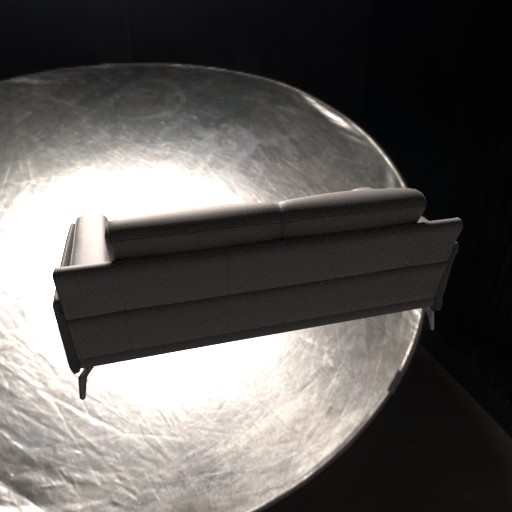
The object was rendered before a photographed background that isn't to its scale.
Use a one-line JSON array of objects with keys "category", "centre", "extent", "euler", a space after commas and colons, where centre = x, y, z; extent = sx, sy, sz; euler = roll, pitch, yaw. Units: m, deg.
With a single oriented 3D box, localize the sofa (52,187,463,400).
[{"category": "sofa", "centre": [0.000, 0.000, 2.576], "extent": [2.100, 0.900, 0.969], "euler": [-8, 28, -15]}]
